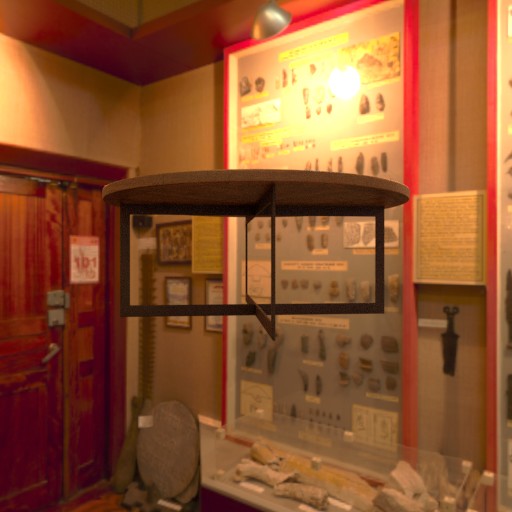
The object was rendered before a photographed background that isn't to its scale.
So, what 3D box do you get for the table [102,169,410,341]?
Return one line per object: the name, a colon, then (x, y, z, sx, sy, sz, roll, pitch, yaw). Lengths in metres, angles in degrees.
table: (0.000, 0.000, 1.930, 1.264, 0.516, 1.264, 0, 0, 0)
